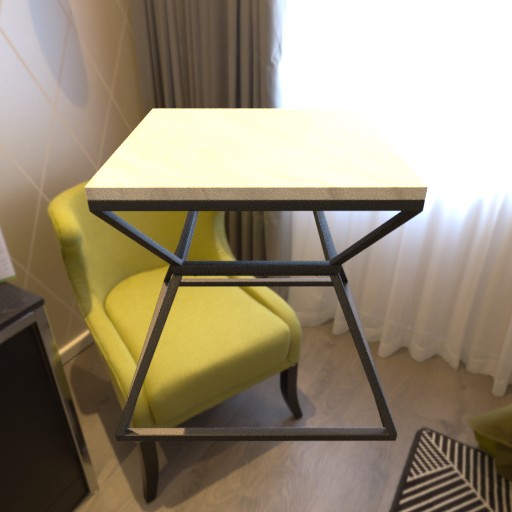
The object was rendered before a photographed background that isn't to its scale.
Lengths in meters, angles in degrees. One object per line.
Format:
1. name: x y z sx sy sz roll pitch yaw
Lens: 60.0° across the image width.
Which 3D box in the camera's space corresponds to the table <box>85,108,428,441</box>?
1. table: 0.000 0.000 0.805 0.455 0.431 0.455 0 31 0
